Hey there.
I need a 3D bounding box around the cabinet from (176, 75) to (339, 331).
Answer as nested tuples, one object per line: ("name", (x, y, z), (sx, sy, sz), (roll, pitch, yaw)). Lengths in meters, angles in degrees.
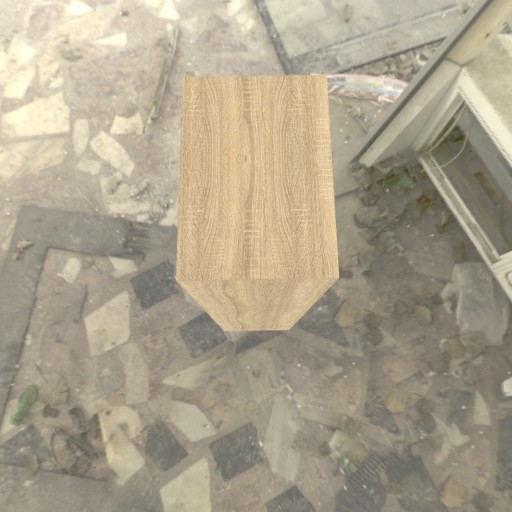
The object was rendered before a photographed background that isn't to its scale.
("cabinet", (0.000, 0.000, 2.054), (0.400, 1.850, 0.570), (-1, 76, 0))
